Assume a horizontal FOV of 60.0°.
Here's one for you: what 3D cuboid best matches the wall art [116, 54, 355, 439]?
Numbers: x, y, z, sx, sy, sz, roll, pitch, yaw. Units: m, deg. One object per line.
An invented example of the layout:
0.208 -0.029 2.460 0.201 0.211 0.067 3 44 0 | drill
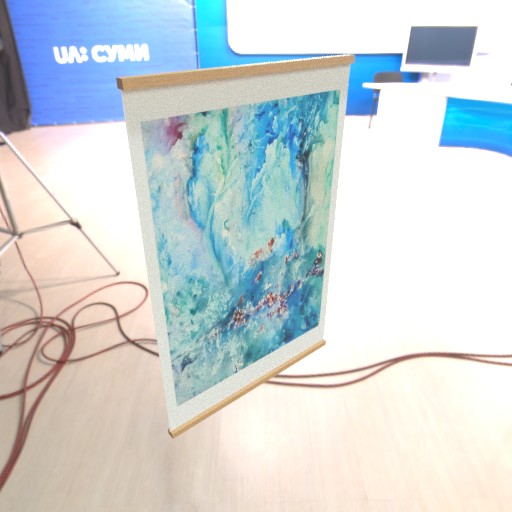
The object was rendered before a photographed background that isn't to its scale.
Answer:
0.000 0.000 0.765 0.401 0.611 0.016 -22 37 -33 | wall art
